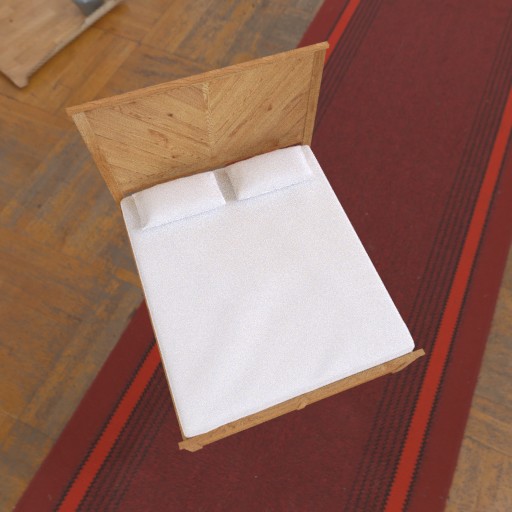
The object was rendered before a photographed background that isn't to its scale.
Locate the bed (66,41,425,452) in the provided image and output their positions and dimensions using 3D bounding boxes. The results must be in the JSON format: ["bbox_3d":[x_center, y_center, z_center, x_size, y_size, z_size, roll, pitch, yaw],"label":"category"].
[{"bbox_3d":[0.000,0.000,3.960,2.225,1.938,2.530,-18,65,-9],"label":"bed"}]
